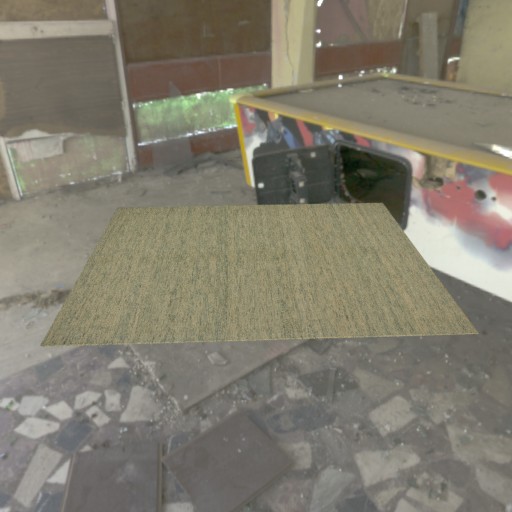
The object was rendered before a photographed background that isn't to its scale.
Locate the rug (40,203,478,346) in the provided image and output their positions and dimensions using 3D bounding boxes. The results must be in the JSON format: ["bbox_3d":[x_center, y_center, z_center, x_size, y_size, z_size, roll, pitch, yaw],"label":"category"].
[{"bbox_3d":[0.000,0.000,4.283,3.201,0.014,2.437,-1,30,-2],"label":"rug"}]
